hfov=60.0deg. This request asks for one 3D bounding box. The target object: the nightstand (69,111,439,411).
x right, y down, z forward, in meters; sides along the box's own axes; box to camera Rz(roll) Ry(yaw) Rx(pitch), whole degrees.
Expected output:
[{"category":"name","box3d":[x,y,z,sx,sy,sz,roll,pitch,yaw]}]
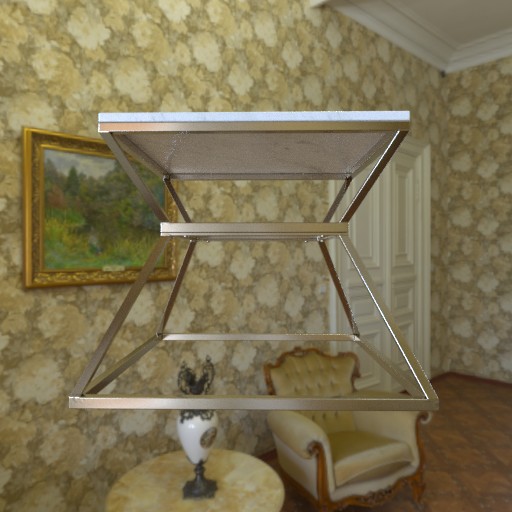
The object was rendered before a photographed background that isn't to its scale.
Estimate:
[{"category":"nightstand","box3d":[0.000,0.000,0.870,0.513,0.426,0.514,0,0,1]}]
